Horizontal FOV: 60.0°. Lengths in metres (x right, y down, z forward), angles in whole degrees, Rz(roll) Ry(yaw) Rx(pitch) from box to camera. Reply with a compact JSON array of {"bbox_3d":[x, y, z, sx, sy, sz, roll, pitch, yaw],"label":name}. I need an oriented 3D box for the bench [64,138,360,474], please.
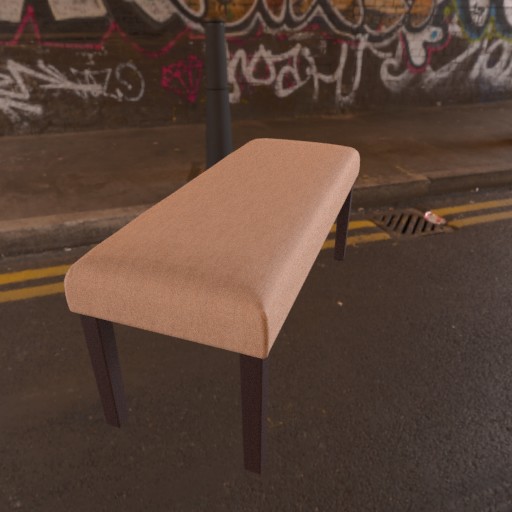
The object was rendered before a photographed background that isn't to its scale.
[{"bbox_3d":[0.000,0.000,1.260,0.407,0.456,1.013,10,30,17],"label":"bench"}]
